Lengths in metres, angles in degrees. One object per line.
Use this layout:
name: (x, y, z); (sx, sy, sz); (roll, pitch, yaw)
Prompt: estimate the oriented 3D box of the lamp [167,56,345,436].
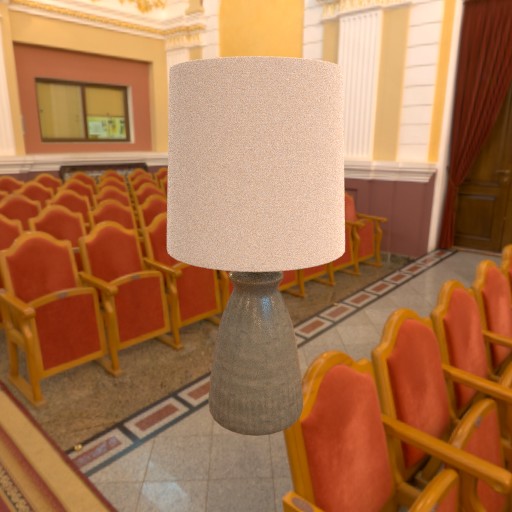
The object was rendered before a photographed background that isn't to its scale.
lamp: (0.000, 0.000, 0.475); (0.186, 0.369, 0.186); (0, 15, 0)
